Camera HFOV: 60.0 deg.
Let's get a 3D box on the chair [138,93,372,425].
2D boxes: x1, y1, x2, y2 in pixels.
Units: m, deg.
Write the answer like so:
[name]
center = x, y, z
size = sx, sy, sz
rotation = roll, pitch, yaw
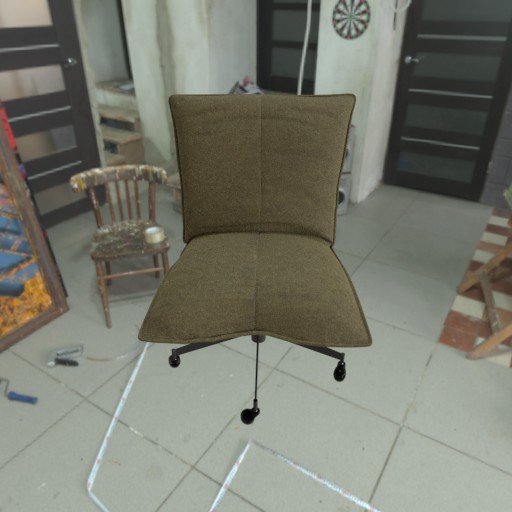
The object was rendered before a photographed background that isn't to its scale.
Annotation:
[chair]
center = 0.000, 0.000, 1.322
size = 0.597, 0.811, 0.696
rotation = 2, 30, 3
